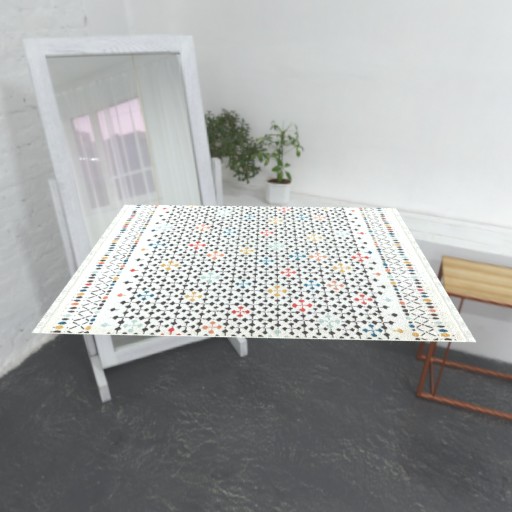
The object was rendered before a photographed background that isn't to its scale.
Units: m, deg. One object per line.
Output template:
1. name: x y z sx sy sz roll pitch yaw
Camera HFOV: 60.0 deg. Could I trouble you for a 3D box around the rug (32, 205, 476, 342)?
1. rug: 0.000 0.000 4.206 3.196 0.007 2.354 1 30 2
